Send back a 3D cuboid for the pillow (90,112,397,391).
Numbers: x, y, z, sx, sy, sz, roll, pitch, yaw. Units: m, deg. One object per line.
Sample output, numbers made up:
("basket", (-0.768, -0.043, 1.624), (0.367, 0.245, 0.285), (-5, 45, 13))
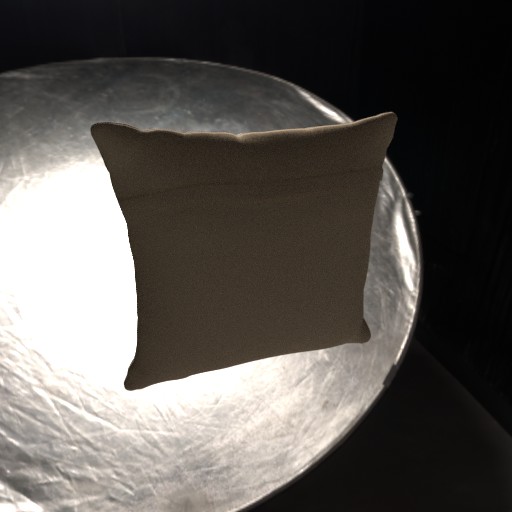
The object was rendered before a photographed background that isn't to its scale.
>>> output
("pillow", (0.000, 0.000, 0.817), (0.536, 0.506, 0.229), (-8, 28, -15))
